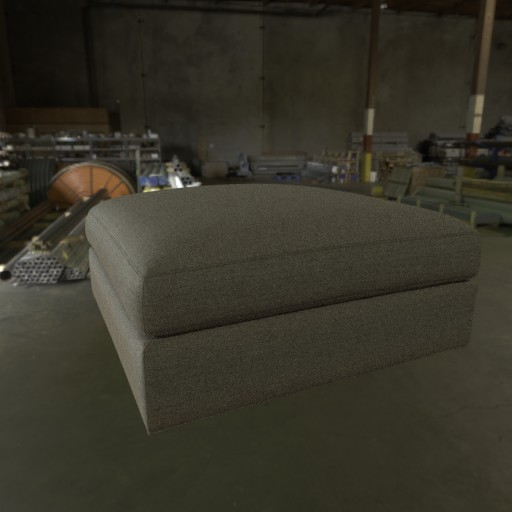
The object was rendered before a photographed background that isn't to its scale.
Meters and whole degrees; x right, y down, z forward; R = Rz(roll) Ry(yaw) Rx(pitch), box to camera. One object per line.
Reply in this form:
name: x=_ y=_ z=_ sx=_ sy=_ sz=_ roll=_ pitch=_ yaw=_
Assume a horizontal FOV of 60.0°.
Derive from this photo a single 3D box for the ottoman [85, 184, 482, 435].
ottoman: x=0.000 y=0.000 z=1.568 sx=1.041 sy=0.470 sz=1.041 roll=-7 pitch=16 yaw=-25
